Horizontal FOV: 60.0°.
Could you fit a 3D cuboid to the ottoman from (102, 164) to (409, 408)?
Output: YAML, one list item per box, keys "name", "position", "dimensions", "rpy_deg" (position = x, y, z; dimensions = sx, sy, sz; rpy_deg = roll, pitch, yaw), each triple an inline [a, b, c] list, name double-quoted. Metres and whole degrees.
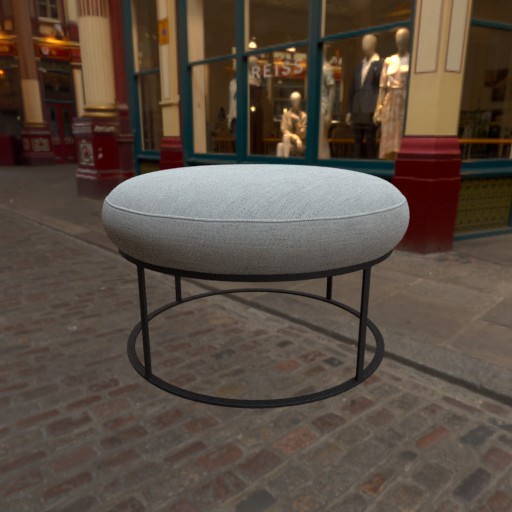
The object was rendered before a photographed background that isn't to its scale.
- name: "ottoman"
  position: [0.000, 0.000, 1.201]
  dimensions: [0.769, 0.459, 0.769]
  rpy_deg: [0, 16, 0]
